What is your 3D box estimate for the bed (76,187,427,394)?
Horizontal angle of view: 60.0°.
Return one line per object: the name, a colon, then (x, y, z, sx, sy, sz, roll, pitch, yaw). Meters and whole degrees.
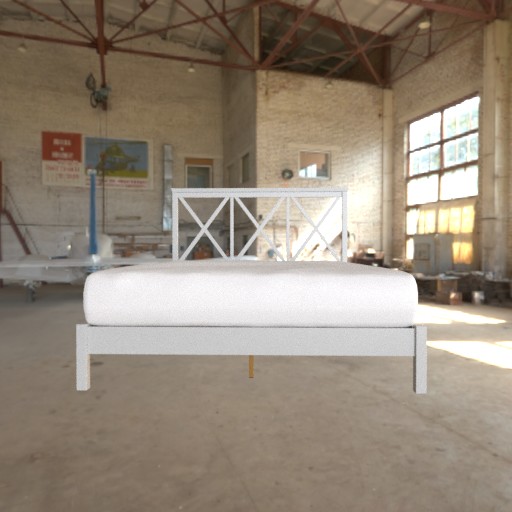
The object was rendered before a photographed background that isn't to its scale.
bed: (0.000, 0.000, 3.138, 1.673, 1.253, 2.135, 0, 1, 2)
